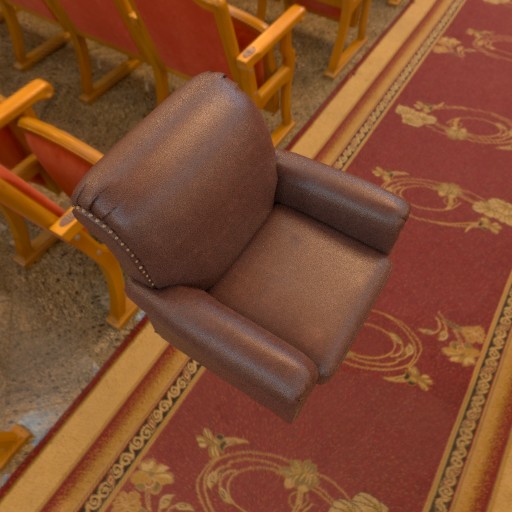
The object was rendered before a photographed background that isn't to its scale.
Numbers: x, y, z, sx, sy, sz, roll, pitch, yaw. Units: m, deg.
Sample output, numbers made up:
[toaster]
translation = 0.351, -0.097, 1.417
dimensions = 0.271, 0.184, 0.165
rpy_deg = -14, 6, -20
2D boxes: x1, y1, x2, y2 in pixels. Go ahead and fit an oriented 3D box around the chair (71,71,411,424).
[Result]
[chair]
translation = 0.000, 0.000, 1.614
dimensions = 0.890, 0.927, 0.854
rpy_deg = 29, 63, 16
